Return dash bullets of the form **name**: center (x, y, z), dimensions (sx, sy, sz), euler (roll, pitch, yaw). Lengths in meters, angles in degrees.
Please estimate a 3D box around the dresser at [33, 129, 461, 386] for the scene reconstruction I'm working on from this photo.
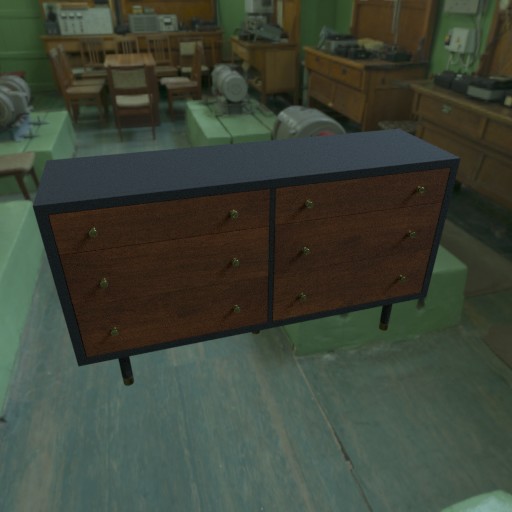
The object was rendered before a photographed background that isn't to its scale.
- **dresser**: center (0.000, 0.000, 1.949), dimensions (1.558, 0.872, 0.463), euler (-9, 32, -14)
